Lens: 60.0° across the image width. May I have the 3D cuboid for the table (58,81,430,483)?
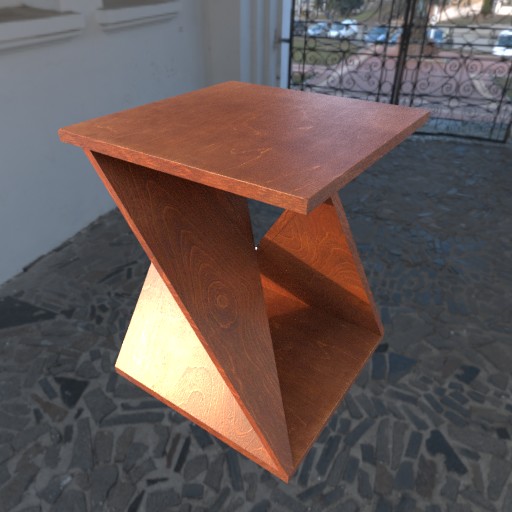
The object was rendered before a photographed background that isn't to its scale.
[{"bbox_3d":[0.000,0.000,0.848,0.427,0.520,0.427,21,38,29],"label":"table"}]
